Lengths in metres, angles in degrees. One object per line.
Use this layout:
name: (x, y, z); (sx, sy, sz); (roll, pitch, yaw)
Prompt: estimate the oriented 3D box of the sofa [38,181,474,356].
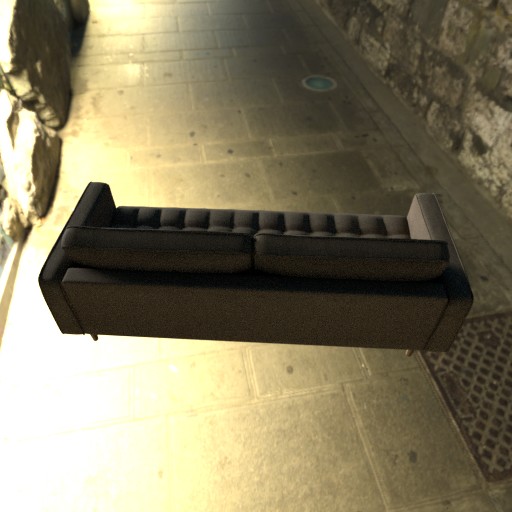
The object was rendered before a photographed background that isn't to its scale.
sofa: (0.000, 0.000, 2.693); (2.295, 0.813, 0.923); (2, 45, 2)
